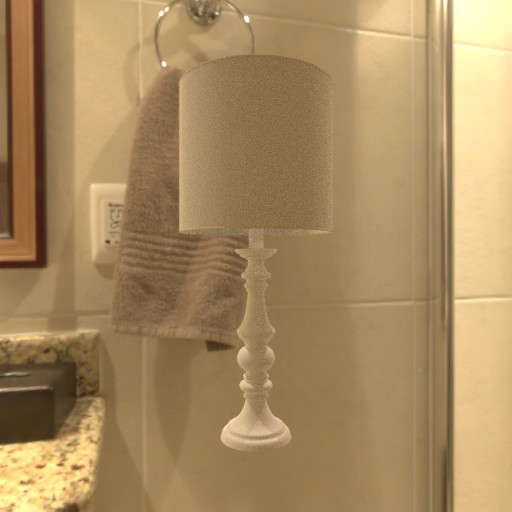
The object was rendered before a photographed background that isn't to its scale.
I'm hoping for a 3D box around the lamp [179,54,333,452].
[{"bbox_3d":[0.000,0.000,0.732,0.250,0.597,0.250,0,0,37],"label":"lamp"}]
